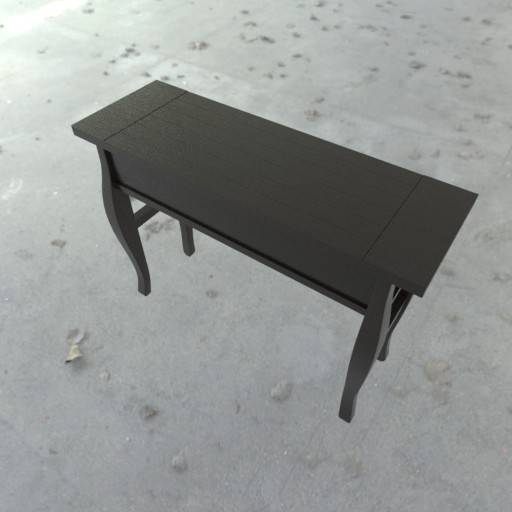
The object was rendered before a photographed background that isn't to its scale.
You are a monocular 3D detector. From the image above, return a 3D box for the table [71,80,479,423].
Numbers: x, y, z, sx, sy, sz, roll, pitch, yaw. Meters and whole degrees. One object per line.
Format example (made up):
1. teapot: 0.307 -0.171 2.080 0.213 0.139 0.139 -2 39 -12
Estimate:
1. table: 0.000 0.000 1.456 1.062 0.768 0.373 27 52 23
